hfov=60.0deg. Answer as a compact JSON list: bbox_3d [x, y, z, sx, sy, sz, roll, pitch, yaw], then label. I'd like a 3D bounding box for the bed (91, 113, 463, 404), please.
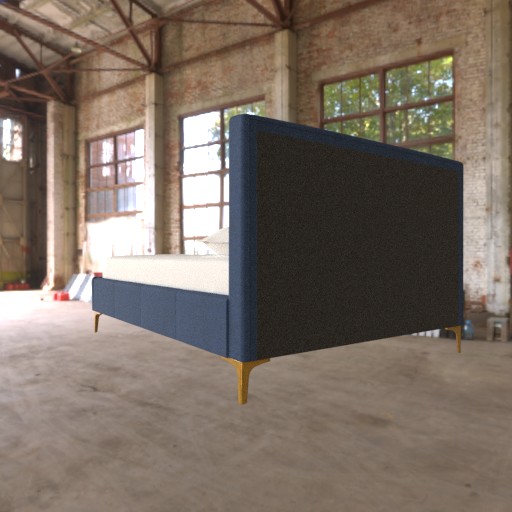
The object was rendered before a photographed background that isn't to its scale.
[{"bbox_3d":[0.000,0.000,3.197,1.723,1.231,2.172,0,0,-36],"label":"bed"}]
